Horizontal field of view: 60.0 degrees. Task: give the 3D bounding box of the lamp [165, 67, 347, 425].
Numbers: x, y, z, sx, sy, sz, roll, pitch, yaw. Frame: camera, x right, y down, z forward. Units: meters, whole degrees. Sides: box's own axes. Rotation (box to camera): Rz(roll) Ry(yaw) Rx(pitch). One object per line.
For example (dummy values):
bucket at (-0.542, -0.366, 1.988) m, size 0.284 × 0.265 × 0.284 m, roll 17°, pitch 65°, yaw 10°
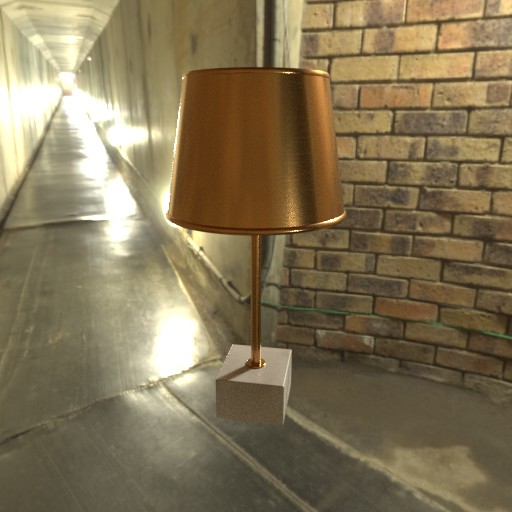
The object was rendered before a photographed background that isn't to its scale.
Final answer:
lamp at (0.000, 0.000, 0.535) m, size 0.208 × 0.406 × 0.208 m, roll 0°, pitch 17°, yaw 0°
